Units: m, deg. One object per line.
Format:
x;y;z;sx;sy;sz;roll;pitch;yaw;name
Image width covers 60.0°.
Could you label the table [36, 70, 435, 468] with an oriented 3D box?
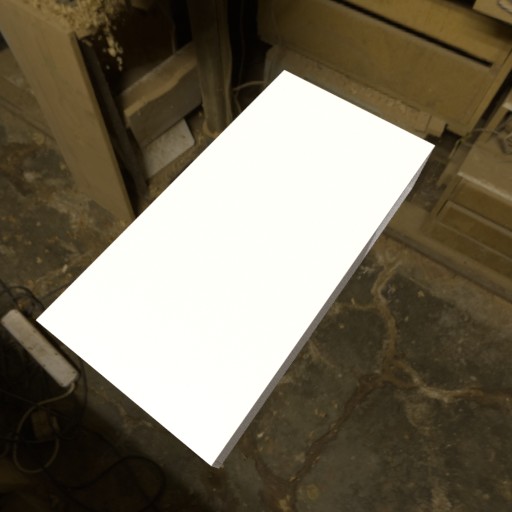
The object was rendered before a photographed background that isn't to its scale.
0.000;0.000;1.533;0.609;0.432;1.194;33;68;15;table
